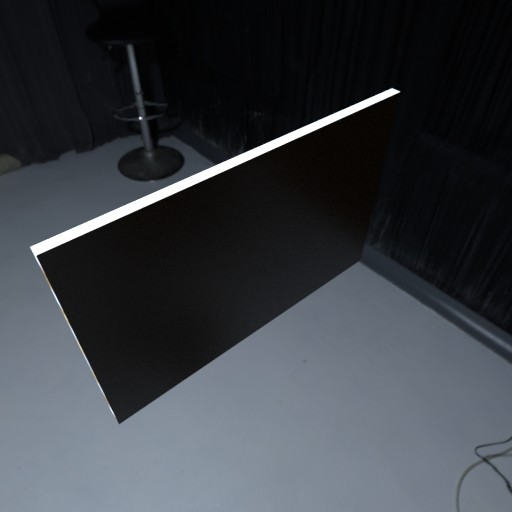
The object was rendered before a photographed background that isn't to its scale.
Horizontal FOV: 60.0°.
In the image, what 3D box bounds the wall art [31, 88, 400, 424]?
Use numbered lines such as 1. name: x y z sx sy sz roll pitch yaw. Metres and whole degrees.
1. wall art: 0.000 0.000 1.141 0.932 0.610 0.027 -30 52 -27
